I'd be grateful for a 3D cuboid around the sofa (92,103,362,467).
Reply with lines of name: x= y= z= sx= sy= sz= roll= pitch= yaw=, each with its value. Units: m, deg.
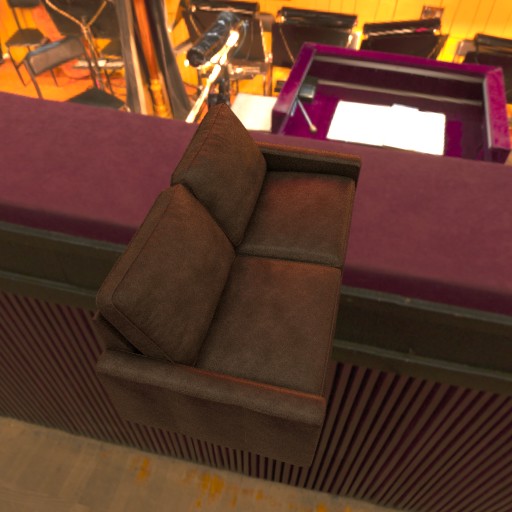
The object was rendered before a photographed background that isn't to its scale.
sofa: x=0.000 y=0.000 z=2.336 sx=0.939 sy=0.916 sz=1.732 roll=10 pitch=49 yaw=9
